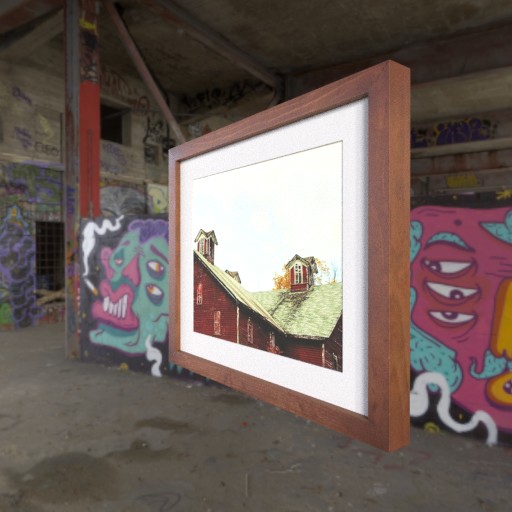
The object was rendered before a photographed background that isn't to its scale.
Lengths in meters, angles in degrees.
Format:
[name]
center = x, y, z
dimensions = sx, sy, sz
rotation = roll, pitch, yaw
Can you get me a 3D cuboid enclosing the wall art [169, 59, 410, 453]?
[wall art]
center = 0.000, 0.000, 0.537
dimensions = 0.030, 0.328, 0.401
rotation = 0, 0, -38
